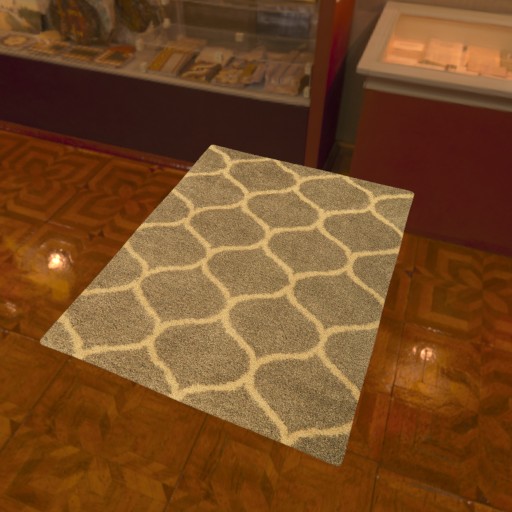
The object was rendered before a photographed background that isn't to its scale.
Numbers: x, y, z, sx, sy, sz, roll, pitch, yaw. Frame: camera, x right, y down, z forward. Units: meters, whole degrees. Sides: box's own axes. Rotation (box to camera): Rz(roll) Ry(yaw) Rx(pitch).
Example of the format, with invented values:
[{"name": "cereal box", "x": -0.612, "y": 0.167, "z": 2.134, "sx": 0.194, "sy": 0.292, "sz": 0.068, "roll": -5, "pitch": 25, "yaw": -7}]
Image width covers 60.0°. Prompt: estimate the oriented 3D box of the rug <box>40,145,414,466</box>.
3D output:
[{"name": "rug", "x": 0.000, "y": 0.000, "z": 4.059, "sx": 2.399, "sy": 0.026, "sz": 3.000, "roll": 17, "pitch": 49, "yaw": 15}]
